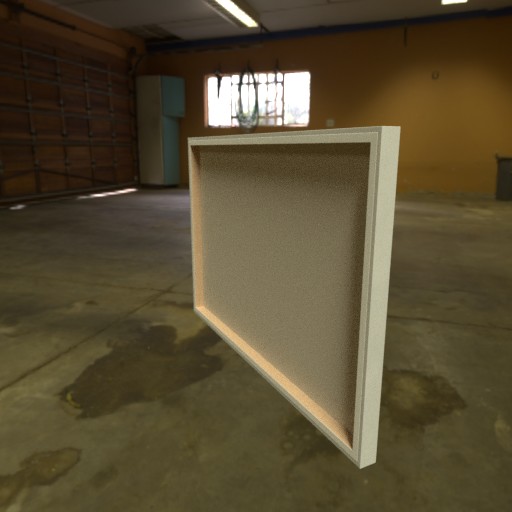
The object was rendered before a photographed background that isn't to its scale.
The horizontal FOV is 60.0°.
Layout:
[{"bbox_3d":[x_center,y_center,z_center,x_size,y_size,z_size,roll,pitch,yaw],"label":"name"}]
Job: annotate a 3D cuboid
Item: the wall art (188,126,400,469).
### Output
[{"bbox_3d":[0.000,0.000,1.153,0.038,0.610,0.915,-7,15,-26],"label":"wall art"}]
